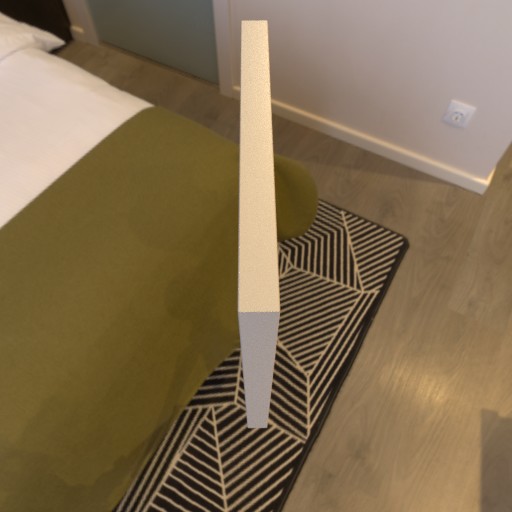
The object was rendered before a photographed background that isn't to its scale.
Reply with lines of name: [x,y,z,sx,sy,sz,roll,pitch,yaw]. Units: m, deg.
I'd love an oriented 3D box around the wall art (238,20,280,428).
wall art: [0.000,0.000,0.750,0.038,0.549,0.452,-1,59,0]
